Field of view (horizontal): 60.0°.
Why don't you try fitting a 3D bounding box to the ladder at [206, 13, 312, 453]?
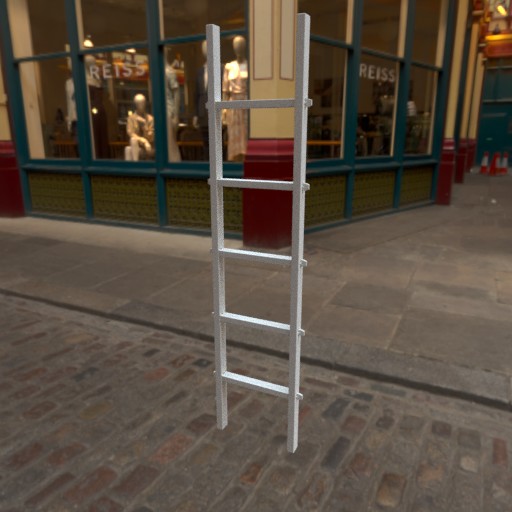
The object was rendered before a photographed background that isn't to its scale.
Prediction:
[{"bbox_3d":[0.000,0.000,1.873,0.452,1.797,0.051,8,17,25],"label":"ladder"}]
